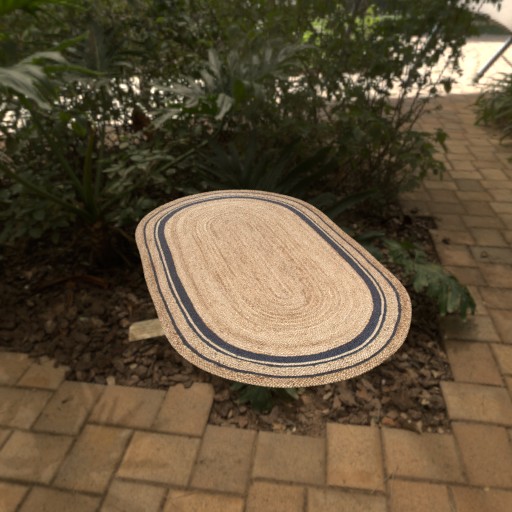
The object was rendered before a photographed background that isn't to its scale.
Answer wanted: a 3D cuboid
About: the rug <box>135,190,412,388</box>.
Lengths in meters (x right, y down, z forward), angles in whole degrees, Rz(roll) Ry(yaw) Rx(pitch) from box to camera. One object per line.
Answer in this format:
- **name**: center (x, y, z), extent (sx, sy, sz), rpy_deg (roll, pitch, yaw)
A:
- **rug**: center (0.000, 0.000, 3.070), extent (1.520, 0.006, 2.432), rpy_deg (-11, 32, -17)
